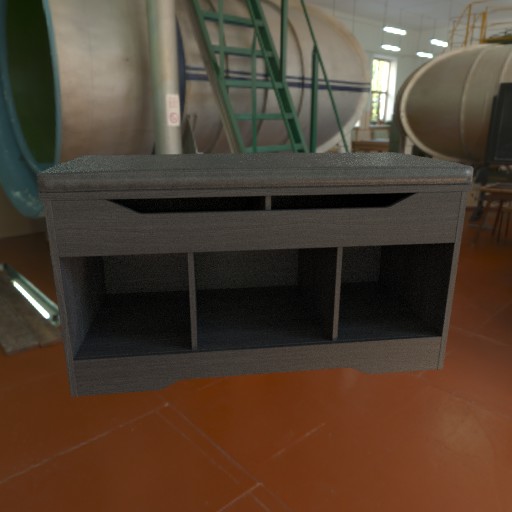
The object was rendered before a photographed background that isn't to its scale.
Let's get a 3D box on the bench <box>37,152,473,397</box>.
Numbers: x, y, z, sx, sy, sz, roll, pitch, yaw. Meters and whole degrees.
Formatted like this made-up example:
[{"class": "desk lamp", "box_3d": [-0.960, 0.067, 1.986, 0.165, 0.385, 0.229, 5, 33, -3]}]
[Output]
[{"class": "bench", "box_3d": [0.000, 0.000, 1.161, 0.905, 0.501, 0.401, -2, 17, -7]}]
